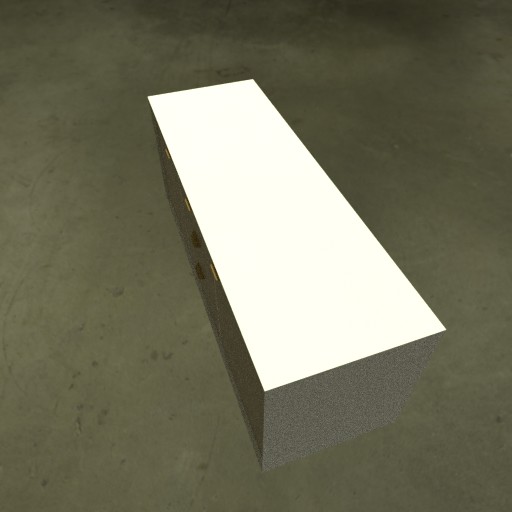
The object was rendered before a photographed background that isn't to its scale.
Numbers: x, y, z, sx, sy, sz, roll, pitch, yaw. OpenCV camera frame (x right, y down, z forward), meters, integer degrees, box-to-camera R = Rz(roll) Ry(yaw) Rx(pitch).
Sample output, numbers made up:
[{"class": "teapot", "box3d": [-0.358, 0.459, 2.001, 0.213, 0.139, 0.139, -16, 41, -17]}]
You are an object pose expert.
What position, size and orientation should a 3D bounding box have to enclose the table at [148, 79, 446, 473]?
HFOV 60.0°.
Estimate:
[{"class": "table", "box3d": [0.000, 0.000, 1.852, 0.508, 0.769, 1.500, -15, 49, -13]}]
